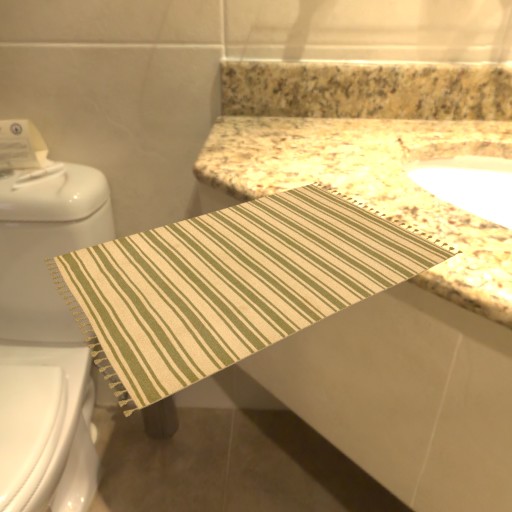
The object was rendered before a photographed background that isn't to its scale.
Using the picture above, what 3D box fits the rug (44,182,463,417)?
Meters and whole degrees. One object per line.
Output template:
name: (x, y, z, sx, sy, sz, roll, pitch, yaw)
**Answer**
rug: (0.000, 0.000, 3.014, 2.435, 0.018, 1.540, -20, 37, -29)
